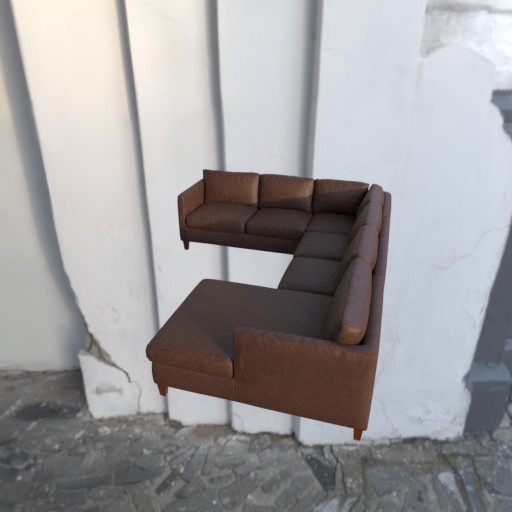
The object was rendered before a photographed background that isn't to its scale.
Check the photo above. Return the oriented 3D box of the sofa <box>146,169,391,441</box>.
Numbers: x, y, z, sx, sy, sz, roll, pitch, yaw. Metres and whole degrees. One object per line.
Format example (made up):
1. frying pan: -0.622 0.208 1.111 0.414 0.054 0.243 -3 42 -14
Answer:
1. sofa: 0.000 0.000 4.583 2.593 0.923 3.460 7 27 15
